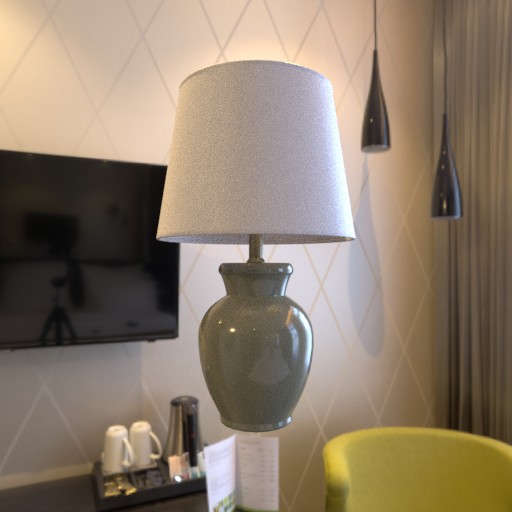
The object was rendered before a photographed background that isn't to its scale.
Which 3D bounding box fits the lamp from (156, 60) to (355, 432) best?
[{"bbox_3d":[0.000,0.000,0.545,0.239,0.399,0.239,0,-1,0],"label":"lamp"}]
